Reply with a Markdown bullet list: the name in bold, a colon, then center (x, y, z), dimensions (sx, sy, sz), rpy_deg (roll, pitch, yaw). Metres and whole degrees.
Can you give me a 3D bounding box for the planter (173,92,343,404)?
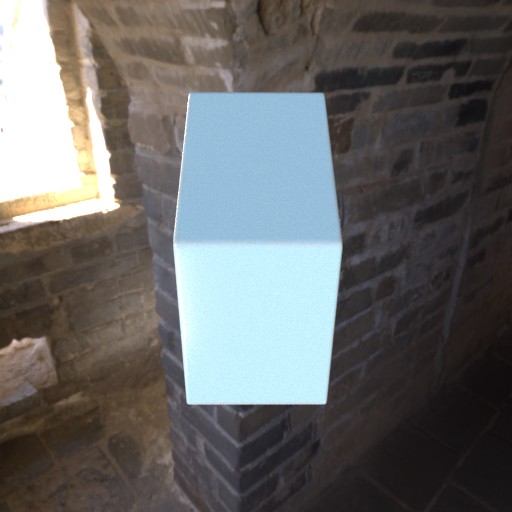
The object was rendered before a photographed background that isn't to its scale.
- **planter**: center (0.000, 0.000, 0.296), dimensions (0.078, 0.207, 0.169), rpy_deg (0, 26, 0)
